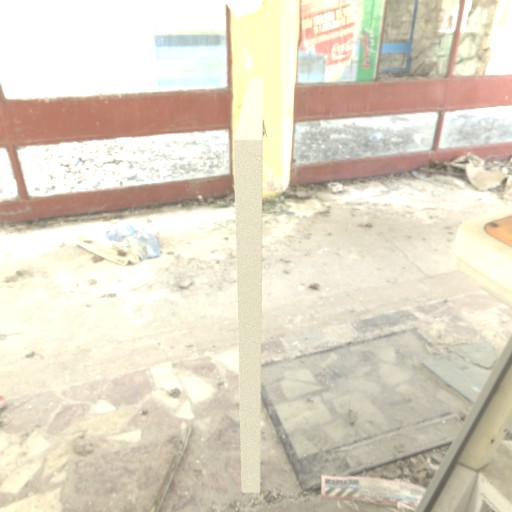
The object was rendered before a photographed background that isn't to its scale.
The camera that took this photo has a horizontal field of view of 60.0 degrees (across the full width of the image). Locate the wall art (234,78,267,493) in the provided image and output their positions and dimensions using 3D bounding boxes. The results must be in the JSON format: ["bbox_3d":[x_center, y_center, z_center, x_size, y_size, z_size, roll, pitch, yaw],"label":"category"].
[{"bbox_3d":[0.000,0.000,1.121,0.050,0.762,0.761,0,28,1],"label":"wall art"}]
